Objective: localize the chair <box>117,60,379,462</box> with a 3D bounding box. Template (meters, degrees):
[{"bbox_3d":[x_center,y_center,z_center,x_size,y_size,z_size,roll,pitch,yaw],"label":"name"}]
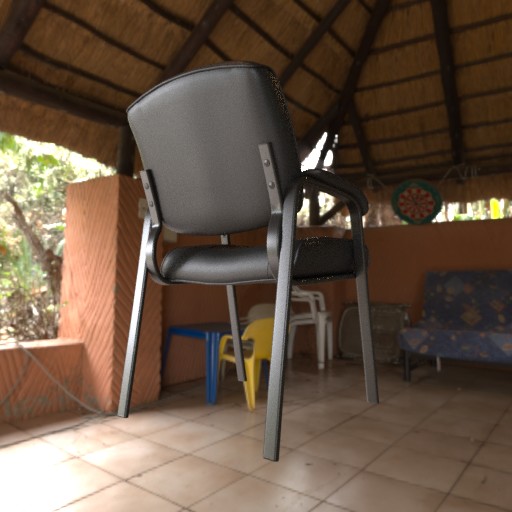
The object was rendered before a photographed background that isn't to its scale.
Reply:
[{"bbox_3d":[0.000,0.000,1.341,0.591,0.910,0.668,-2,-4,36],"label":"chair"}]
